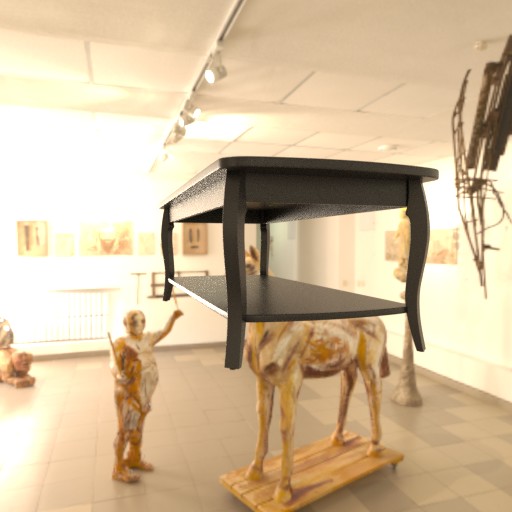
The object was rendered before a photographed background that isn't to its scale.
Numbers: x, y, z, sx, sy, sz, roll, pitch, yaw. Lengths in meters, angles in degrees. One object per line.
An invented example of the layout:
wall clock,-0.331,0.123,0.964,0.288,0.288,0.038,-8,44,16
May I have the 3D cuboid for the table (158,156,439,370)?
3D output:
table,0.000,0.000,1.603,0.571,0.457,1.333,-1,2,-18
